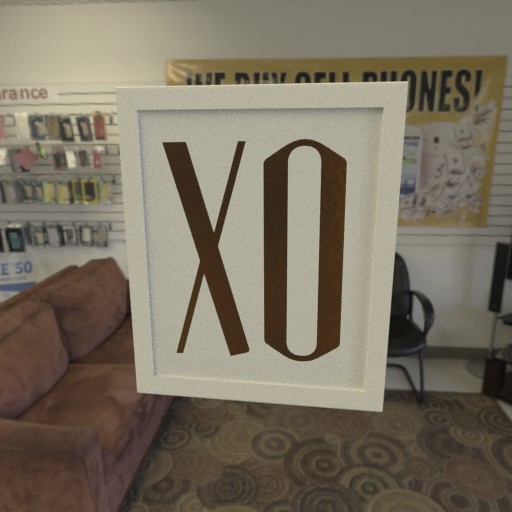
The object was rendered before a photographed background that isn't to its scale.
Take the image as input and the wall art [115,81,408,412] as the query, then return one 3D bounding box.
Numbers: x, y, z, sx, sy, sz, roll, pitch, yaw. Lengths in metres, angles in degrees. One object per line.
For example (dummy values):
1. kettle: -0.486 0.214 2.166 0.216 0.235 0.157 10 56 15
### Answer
1. wall art: 0.000 0.000 0.740 0.444 0.536 0.020 2 14 8
